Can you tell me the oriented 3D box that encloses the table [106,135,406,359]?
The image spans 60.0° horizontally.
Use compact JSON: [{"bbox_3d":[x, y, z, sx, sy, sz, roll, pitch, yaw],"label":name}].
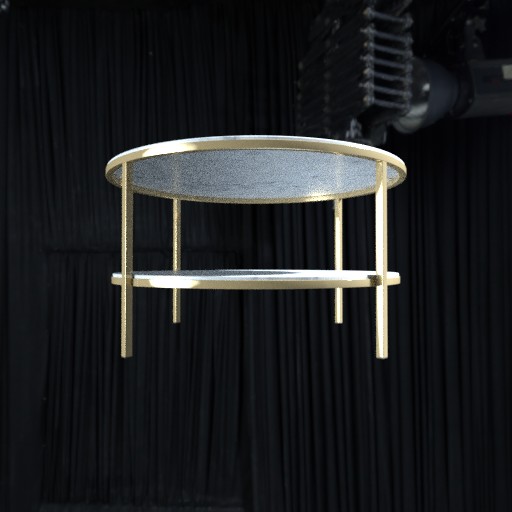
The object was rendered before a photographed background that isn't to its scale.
[{"bbox_3d":[0.000,0.000,1.243,0.800,0.450,0.800,0,-1,0],"label":"table"}]
